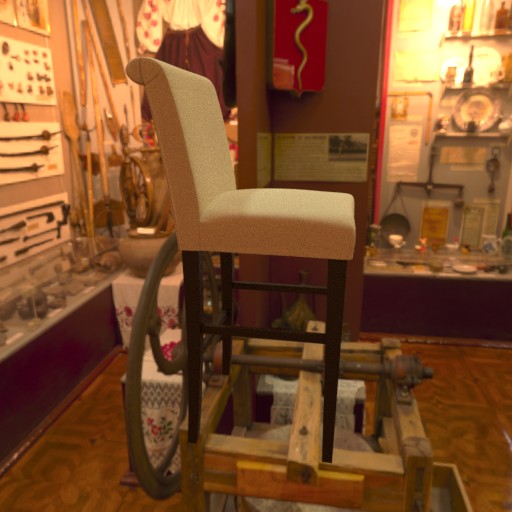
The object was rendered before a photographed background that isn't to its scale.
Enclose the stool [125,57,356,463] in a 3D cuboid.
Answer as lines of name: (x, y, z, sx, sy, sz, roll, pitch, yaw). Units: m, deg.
stool: (0.000, 0.000, 1.411, 0.597, 1.124, 0.452, 3, 16, 11)
